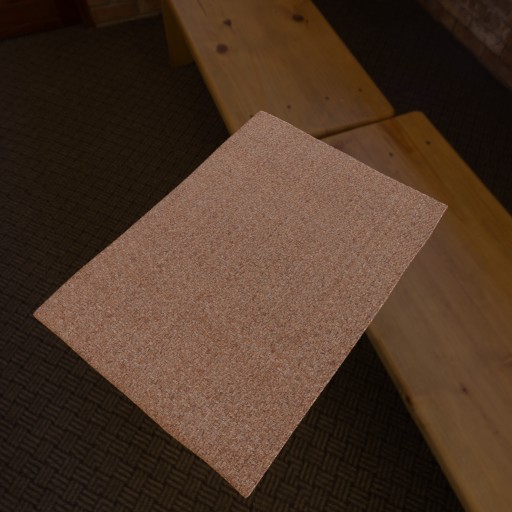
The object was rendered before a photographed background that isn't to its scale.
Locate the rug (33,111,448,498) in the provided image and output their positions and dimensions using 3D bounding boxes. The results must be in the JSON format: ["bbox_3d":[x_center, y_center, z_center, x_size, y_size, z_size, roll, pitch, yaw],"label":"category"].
[{"bbox_3d":[0.000,0.000,2.702,1.566,0.013,2.141,33,64,18],"label":"rug"}]
